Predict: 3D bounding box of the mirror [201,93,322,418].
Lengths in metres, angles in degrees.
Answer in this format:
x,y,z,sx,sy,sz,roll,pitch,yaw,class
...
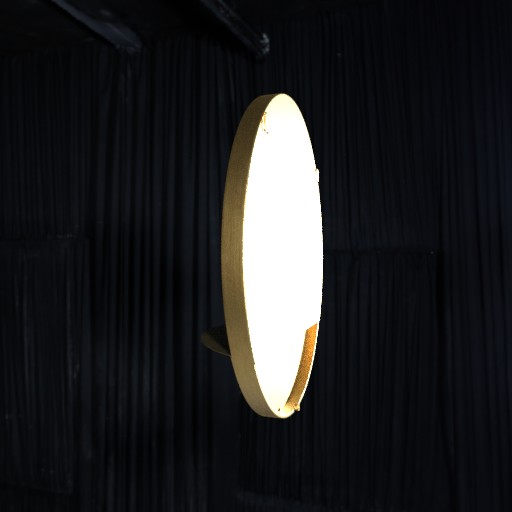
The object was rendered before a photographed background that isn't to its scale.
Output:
x,y,z,sx,sy,sz,roll,pitch,yaw,class
0.000,0.000,0.680,0.133,0.457,0.457,0,-1,18,mirror
